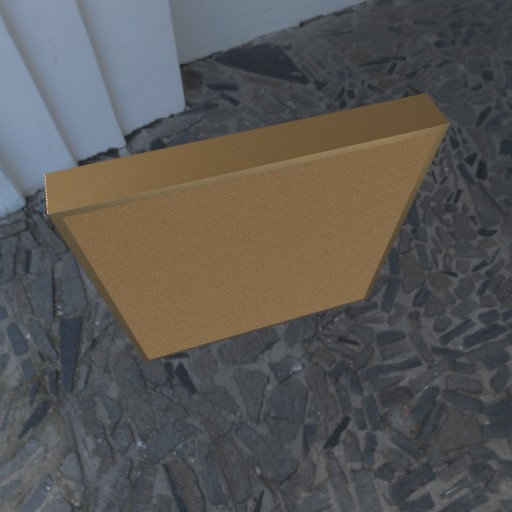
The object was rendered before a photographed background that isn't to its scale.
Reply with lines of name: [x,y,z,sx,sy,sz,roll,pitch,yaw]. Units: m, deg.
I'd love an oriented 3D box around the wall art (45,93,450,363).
wall art: [0.000,0.000,0.460,0.304,0.304,0.038,-14,59,-9]
